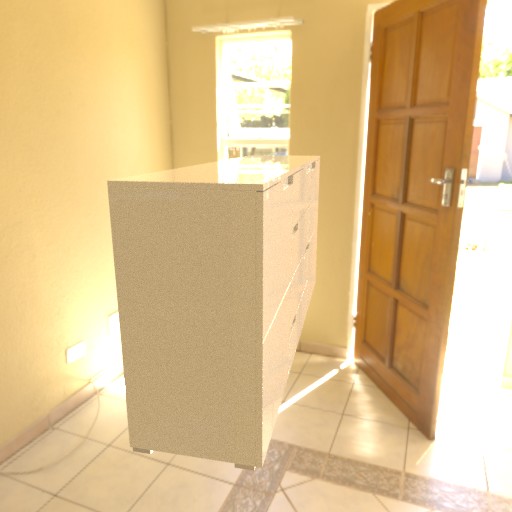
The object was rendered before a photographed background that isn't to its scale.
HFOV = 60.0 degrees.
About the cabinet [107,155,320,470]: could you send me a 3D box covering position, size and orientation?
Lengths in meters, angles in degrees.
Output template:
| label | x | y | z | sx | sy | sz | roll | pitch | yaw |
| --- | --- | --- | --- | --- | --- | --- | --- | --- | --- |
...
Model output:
| label | x | y | z | sx | sy | sz | roll | pitch | yaw |
| --- | --- | --- | --- | --- | --- | --- | --- | --- | --- |
| cabinet | 0.000 | 0.000 | 1.949 | 0.400 | 0.800 | 1.650 | 3 | 15 | 12 |
